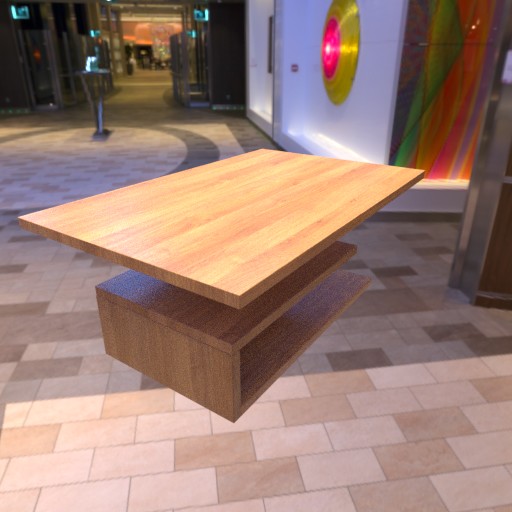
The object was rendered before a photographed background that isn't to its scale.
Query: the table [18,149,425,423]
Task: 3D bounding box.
[{"bbox_3d":[0.000,0.000,1.438,0.700,0.442,1.100,16,29,31],"label":"table"}]
